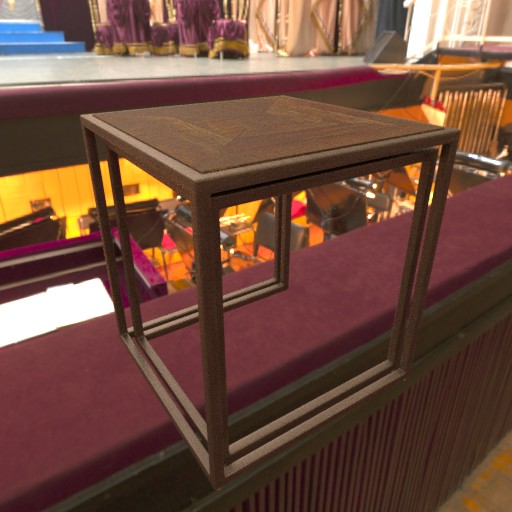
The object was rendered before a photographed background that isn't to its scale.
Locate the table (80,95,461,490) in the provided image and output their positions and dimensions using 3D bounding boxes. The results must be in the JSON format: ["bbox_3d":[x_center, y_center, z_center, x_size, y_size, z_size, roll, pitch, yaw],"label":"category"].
[{"bbox_3d":[0.000,0.000,0.840,0.449,0.500,0.450,-17,32,-30],"label":"table"}]
